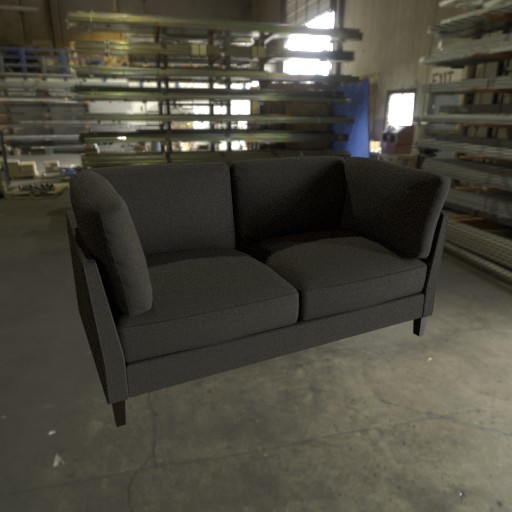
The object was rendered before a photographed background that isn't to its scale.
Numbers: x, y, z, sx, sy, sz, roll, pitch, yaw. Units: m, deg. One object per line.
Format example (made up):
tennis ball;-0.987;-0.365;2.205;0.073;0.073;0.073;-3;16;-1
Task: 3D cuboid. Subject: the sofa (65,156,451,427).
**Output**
sofa;0.000;0.000;2.294;1.751;0.920;0.969;-9;20;-26
